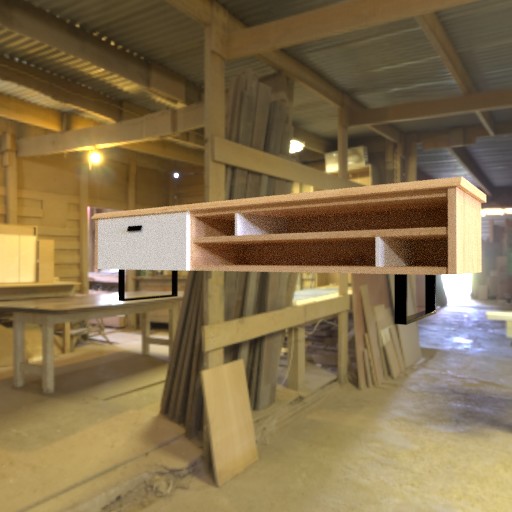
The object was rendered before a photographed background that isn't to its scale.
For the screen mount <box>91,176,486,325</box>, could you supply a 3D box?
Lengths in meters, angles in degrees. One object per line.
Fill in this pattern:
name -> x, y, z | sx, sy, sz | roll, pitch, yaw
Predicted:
screen mount -> 0.000, 0.000, 1.892 | 1.700, 0.430, 0.450 | 0, -1, 35
